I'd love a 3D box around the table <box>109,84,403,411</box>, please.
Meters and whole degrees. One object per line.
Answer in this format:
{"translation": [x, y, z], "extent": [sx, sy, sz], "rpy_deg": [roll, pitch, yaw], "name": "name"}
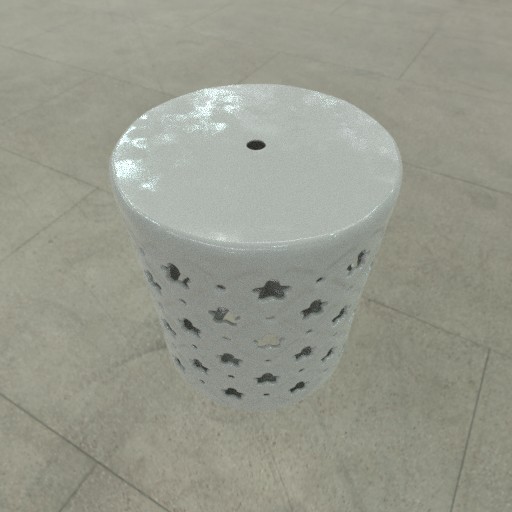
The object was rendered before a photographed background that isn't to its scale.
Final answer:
{"translation": [0.000, 0.000, 0.671], "extent": [0.352, 0.387, 0.352], "rpy_deg": [0, 46, 0], "name": "table"}
